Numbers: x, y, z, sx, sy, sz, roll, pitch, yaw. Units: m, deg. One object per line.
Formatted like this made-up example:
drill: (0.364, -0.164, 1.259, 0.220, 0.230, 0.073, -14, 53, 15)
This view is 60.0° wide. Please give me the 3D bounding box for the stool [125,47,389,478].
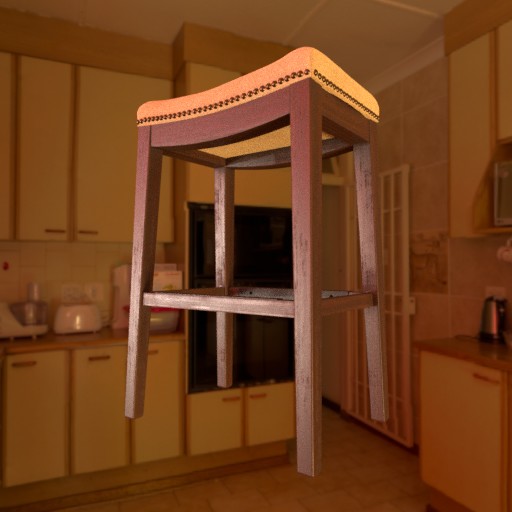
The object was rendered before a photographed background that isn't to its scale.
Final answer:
stool: (0.000, 0.000, 1.053, 0.509, 0.768, 0.363, -1, -2, 37)
